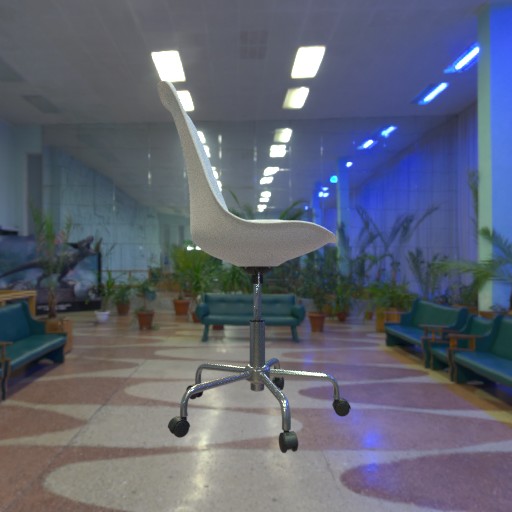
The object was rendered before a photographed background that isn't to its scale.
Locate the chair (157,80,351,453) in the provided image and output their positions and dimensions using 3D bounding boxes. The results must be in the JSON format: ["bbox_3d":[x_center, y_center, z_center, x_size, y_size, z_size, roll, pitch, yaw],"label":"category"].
[{"bbox_3d":[0.000,0.000,1.301,0.550,0.930,0.550,0,0,1],"label":"chair"}]
